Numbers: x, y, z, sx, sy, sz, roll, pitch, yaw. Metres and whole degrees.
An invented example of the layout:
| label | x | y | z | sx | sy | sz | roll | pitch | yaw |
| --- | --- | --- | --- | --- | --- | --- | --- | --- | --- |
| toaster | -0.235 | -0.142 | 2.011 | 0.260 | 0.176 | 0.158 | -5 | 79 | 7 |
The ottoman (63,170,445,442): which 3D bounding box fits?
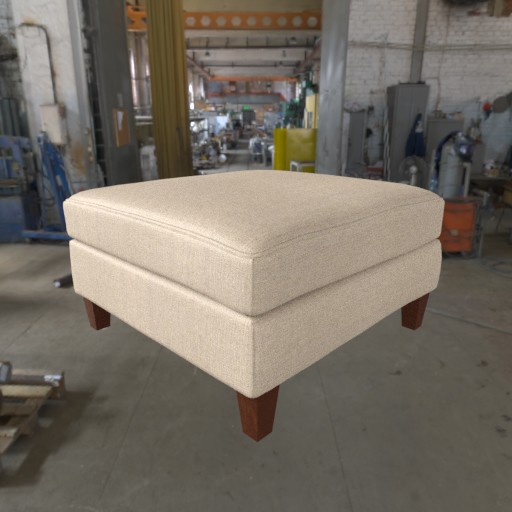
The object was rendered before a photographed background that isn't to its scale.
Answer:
| label | x | y | z | sx | sy | sz | roll | pitch | yaw |
| --- | --- | --- | --- | --- | --- | --- | --- | --- | --- |
| ottoman | 0.000 | 0.000 | 1.370 | 0.838 | 0.481 | 0.838 | 17 | 24 | 42 |
